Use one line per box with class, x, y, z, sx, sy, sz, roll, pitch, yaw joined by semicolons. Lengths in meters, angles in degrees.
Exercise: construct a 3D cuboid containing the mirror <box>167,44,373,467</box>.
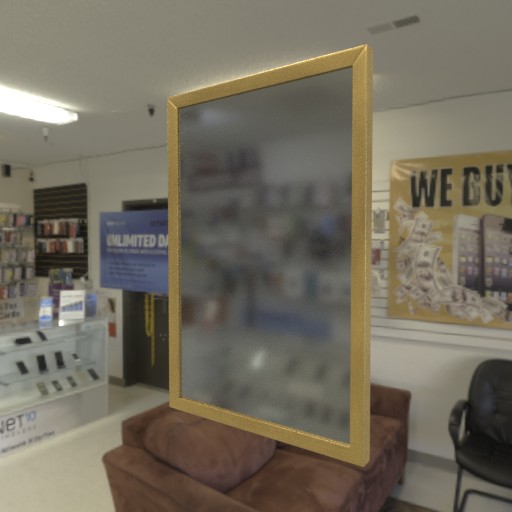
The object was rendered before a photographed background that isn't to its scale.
mirror;0.000;0.000;1.150;0.609;0.915;0.040;1;2;35
